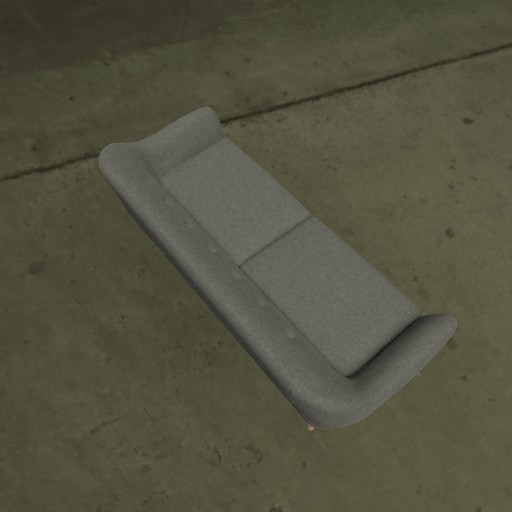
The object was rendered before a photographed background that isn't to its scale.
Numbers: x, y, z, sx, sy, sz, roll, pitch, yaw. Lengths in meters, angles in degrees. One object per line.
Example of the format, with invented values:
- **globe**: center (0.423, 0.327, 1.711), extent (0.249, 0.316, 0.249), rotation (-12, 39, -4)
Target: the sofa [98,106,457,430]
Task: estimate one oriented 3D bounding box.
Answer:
- **sofa**: center (0.000, 0.000, 2.266), extent (0.820, 0.820, 1.840), rotation (-35, 64, -20)
